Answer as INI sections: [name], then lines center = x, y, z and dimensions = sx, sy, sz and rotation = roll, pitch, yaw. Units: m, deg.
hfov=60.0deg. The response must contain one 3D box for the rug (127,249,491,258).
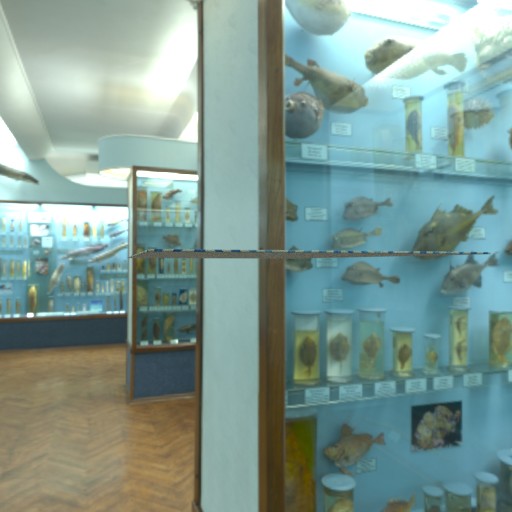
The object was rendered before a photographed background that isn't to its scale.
[rug]
center = 0.000, 0.000, 2.304
dimensions = 1.225, 0.008, 1.830
rotation = 0, -1, -18
